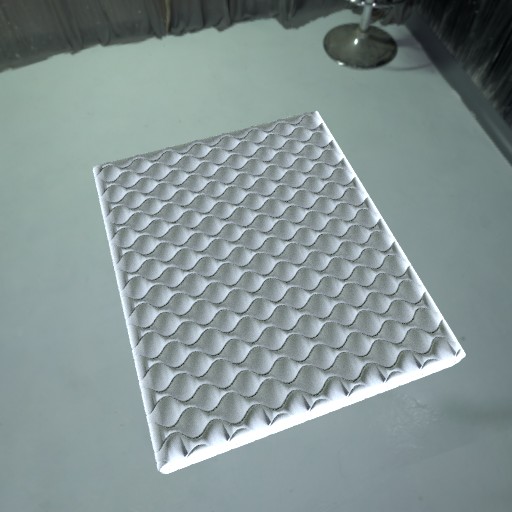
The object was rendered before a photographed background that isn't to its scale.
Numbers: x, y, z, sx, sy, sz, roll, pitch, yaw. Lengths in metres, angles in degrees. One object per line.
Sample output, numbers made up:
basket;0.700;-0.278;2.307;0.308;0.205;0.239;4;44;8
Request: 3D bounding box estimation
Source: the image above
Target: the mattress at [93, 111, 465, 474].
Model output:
mattress;0.000;0.000;2.623;1.600;0.200;1.900;-17;61;-10
